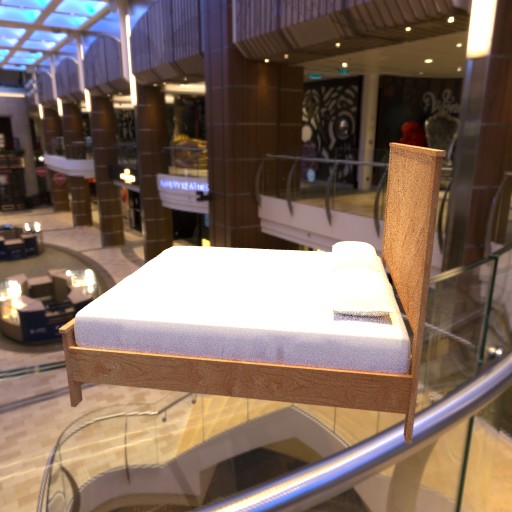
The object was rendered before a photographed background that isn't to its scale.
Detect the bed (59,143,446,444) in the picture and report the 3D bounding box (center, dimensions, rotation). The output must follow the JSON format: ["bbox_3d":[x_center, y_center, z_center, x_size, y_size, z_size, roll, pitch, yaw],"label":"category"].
[{"bbox_3d":[0.000,0.000,3.992,2.530,1.938,2.225,3,16,9],"label":"bed"}]
